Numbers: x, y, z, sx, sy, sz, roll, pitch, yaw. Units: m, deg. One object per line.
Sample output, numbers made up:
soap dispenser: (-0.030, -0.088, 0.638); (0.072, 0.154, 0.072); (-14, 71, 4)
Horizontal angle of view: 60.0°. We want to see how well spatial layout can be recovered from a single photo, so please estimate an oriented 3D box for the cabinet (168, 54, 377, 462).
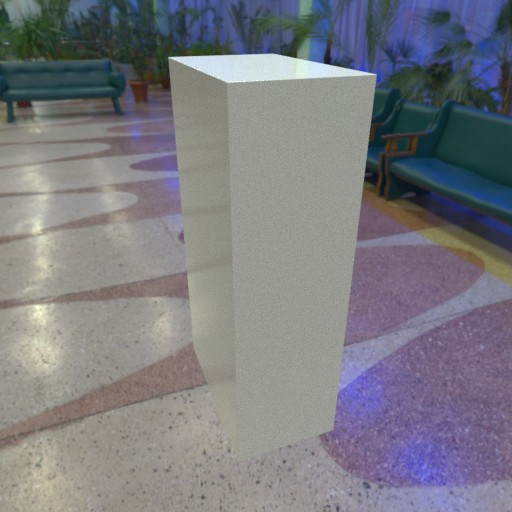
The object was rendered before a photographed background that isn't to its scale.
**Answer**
cabinet: (0.000, 0.000, 2.409); (0.580, 1.920, 0.980); (-11, 31, -18)
